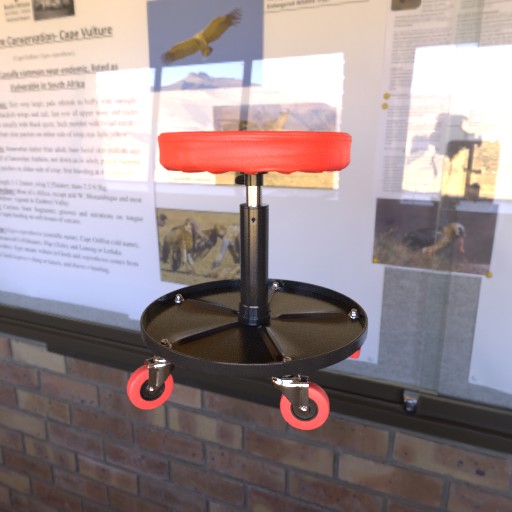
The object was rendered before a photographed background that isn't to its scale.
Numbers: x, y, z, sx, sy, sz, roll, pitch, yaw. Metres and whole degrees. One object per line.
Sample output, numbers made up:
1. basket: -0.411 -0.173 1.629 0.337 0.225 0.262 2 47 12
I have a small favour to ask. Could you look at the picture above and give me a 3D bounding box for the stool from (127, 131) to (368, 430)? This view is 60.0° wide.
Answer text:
1. stool: 0.000 0.000 0.683 0.381 0.365 0.382 -2 14 -8
